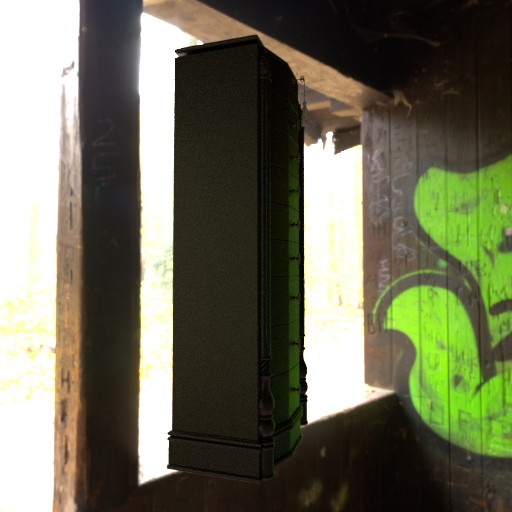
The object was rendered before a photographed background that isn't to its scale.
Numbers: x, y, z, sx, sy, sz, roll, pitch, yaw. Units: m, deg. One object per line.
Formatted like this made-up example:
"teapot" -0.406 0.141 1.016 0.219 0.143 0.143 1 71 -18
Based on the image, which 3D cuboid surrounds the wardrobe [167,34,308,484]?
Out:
"wardrobe" 0.000 0.000 1.221 0.295 1.011 0.444 -1 -2 18
